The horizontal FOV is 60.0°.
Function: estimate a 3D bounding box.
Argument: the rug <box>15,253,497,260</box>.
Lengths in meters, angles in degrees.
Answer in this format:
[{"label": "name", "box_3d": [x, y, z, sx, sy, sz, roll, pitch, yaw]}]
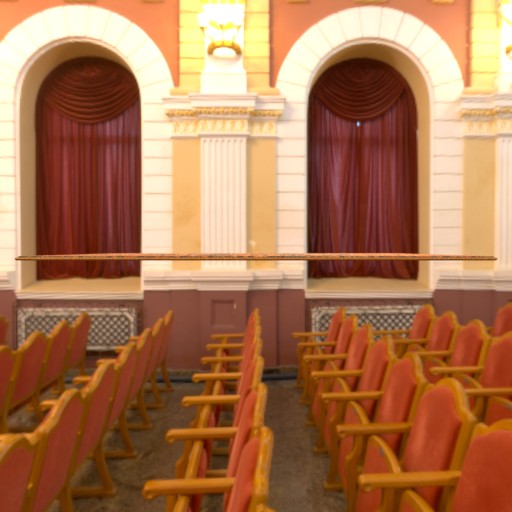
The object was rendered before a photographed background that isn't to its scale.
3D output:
[{"label": "rug", "box_3d": [0.000, 0.000, 1.068, 0.863, 0.008, 0.557, 0, 1, 0]}]
